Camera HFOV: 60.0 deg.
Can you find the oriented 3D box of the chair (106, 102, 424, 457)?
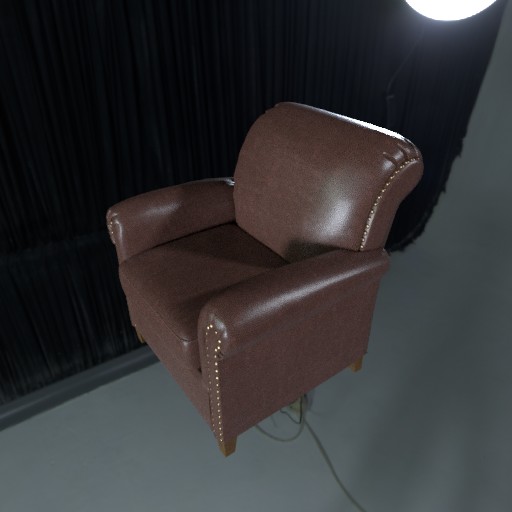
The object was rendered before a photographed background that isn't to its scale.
[{"bbox_3d":[0.000,0.000,1.635,0.890,0.927,0.854,-21,38,-30],"label":"chair"}]
